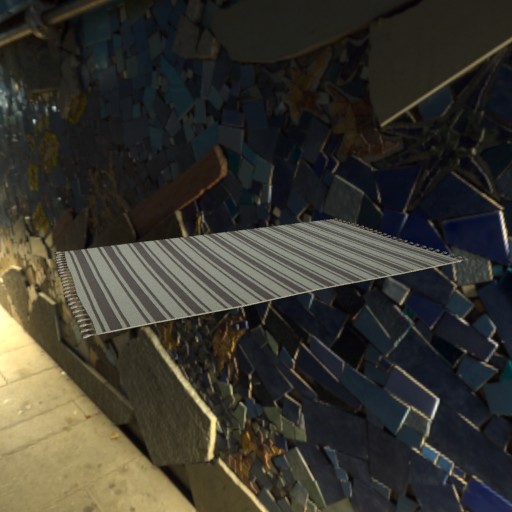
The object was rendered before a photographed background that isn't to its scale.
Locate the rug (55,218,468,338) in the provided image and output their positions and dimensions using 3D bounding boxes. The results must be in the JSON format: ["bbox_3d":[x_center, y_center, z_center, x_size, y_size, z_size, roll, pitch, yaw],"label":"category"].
[{"bbox_3d":[0.000,0.000,2.576,2.096,0.011,1.229,-9,19,-26],"label":"rug"}]
